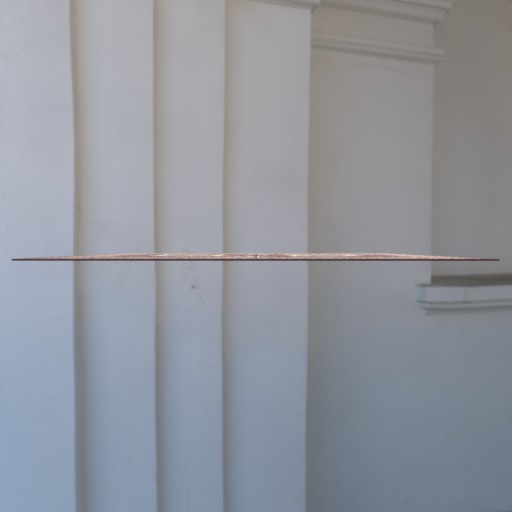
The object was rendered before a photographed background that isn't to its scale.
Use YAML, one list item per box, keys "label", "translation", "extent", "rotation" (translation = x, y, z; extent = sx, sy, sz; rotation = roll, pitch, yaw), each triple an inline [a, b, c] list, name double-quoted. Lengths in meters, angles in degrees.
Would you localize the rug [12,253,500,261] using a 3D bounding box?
- label: "rug"
  translation: [0.000, 0.000, 4.094]
  extent: [3.197, 0.013, 2.381]
  rotation: [0, 1, 0]
